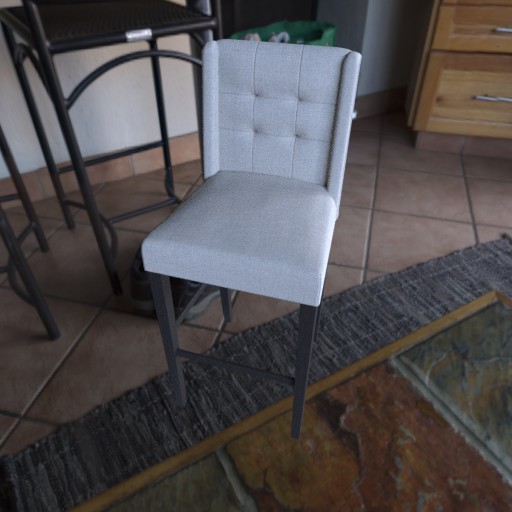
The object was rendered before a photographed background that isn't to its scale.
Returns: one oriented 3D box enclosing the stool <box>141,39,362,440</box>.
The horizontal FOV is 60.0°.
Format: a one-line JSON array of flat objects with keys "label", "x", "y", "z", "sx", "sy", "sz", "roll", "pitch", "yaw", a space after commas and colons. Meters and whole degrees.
[{"label": "stool", "x": 0.000, "y": 0.000, "z": 1.374, "sx": 0.474, "sy": 1.116, "sz": 0.509, "roll": 11, "pitch": 40, "yaw": 13}]
